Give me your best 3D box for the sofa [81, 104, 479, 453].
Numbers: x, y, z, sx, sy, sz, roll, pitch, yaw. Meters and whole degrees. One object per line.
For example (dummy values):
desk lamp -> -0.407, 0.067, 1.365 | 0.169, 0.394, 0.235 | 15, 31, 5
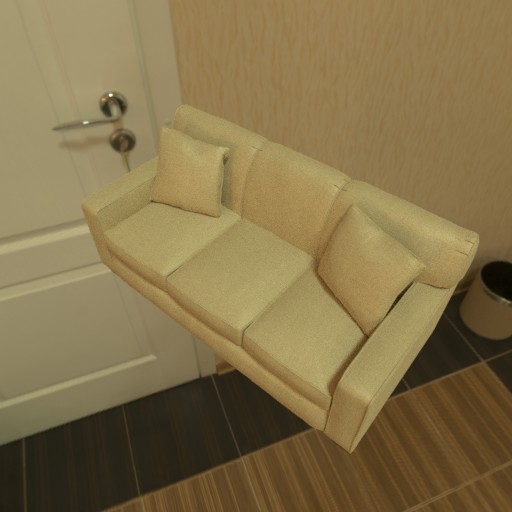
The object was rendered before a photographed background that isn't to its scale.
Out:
sofa -> 0.000, 0.000, 2.589 | 2.024, 0.958, 0.997 | 31, 54, 26
